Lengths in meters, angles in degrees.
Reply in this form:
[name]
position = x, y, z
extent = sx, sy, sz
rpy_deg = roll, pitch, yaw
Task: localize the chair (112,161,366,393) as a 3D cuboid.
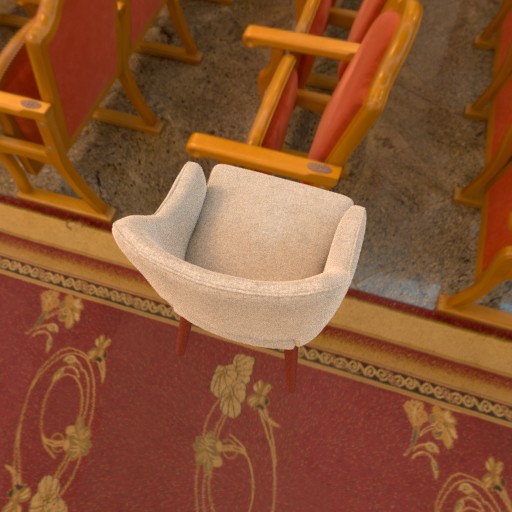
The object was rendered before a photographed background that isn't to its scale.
[chair]
position = 0.000, 0.000, 1.264
extent = 0.548, 0.849, 0.605
rpy_deg = 16, 64, 8
